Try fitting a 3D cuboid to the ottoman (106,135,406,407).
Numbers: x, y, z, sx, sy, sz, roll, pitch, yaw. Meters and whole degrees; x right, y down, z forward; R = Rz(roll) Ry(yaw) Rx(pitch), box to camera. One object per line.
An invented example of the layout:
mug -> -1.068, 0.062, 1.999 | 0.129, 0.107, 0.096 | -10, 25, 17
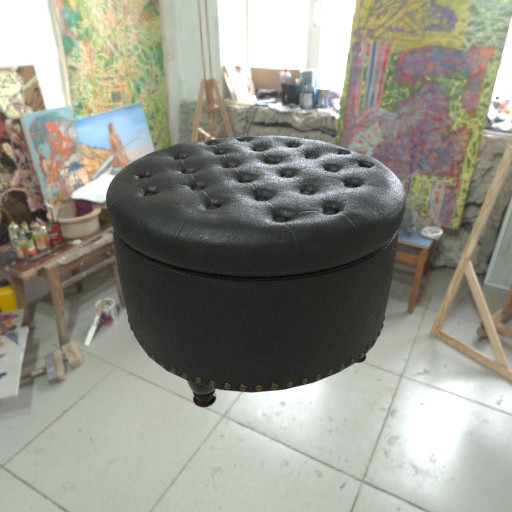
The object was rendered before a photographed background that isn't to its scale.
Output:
ottoman -> 0.000, 0.000, 1.068 | 0.637, 0.442, 0.637 | 0, 30, 0
